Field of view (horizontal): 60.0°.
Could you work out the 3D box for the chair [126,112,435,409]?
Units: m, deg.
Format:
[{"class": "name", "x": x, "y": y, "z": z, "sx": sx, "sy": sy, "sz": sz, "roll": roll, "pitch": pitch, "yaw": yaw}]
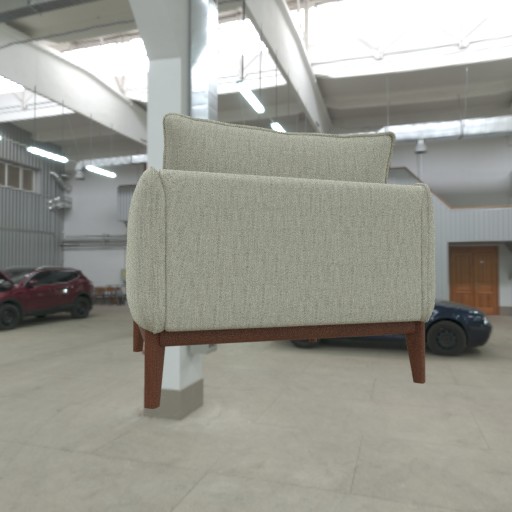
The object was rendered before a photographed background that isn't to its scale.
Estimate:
[{"class": "chair", "x": 0.000, "y": 0.000, "z": 1.772, "sx": 0.994, "sy": 0.855, "sz": 0.991, "roll": 0, "pitch": -2, "yaw": -17}]
